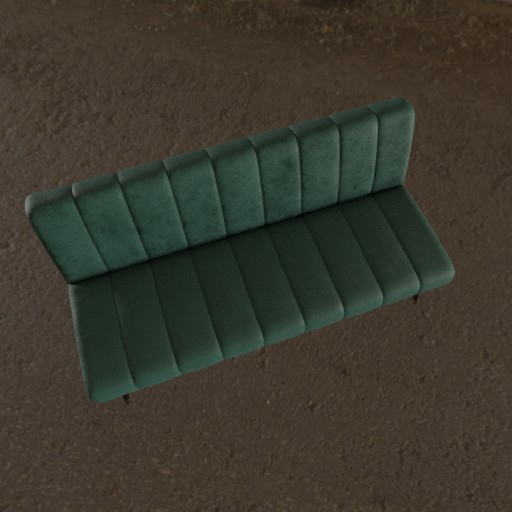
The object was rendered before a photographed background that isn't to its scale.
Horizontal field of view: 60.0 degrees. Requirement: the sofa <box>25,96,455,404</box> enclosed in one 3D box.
[{"bbox_3d":[0.000,0.000,2.173,1.810,0.820,0.830,-17,64,-9],"label":"sofa"}]
